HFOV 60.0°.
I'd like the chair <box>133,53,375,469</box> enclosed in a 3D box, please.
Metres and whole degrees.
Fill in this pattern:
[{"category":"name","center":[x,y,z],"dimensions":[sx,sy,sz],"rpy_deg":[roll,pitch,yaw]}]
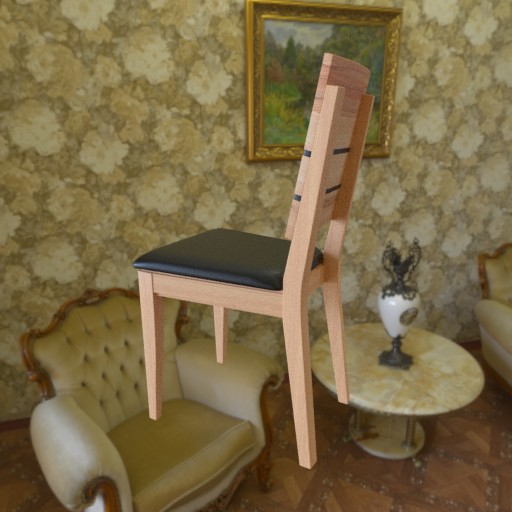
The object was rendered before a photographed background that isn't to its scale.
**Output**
[{"category":"chair","center":[0.000,0.000,1.202],"dimensions":[0.520,0.940,0.410],"rpy_deg":[8,18,26]}]
